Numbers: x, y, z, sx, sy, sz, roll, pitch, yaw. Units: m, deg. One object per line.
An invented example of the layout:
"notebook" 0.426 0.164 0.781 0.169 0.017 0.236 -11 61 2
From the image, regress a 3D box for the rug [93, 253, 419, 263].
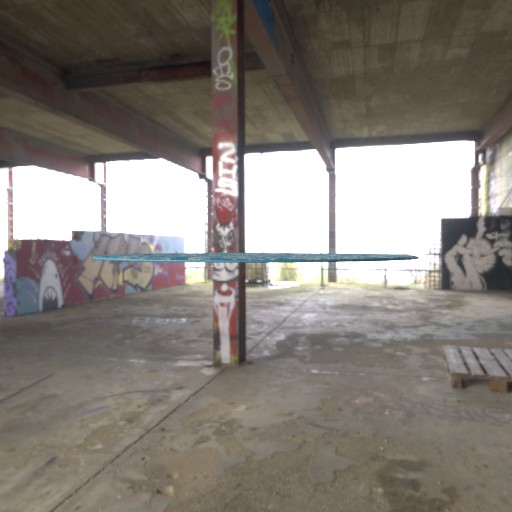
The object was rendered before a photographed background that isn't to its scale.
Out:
"rug" 0.000 0.000 2.305 1.593 0.012 1.593 0 1 0
